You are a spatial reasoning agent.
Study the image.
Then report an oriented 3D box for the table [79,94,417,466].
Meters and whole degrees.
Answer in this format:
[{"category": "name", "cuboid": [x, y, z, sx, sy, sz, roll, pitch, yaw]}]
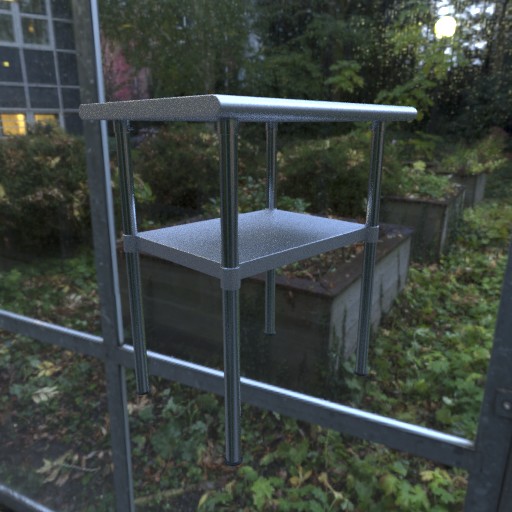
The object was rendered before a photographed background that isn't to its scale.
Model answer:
[{"category": "table", "cuboid": [0.000, 0.000, 1.365, 0.762, 0.876, 0.584, -16, 22, -43]}]
